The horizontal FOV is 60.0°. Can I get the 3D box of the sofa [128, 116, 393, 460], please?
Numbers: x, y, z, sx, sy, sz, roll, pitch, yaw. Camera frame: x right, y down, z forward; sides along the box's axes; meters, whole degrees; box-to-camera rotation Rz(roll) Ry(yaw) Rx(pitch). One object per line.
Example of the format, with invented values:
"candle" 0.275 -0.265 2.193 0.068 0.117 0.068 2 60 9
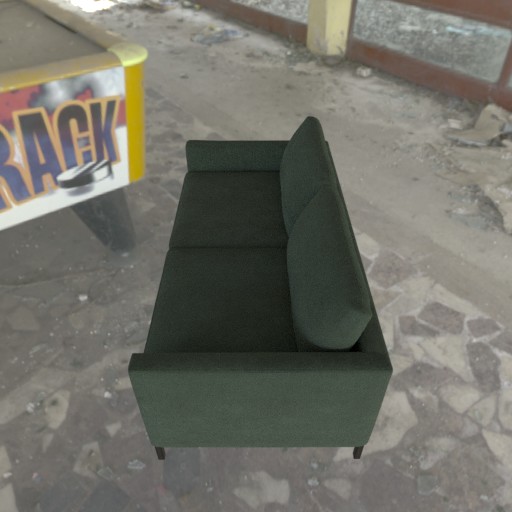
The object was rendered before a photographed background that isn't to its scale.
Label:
"sofa" 0.000 0.000 2.161 0.875 0.817 1.676 0 40 0
